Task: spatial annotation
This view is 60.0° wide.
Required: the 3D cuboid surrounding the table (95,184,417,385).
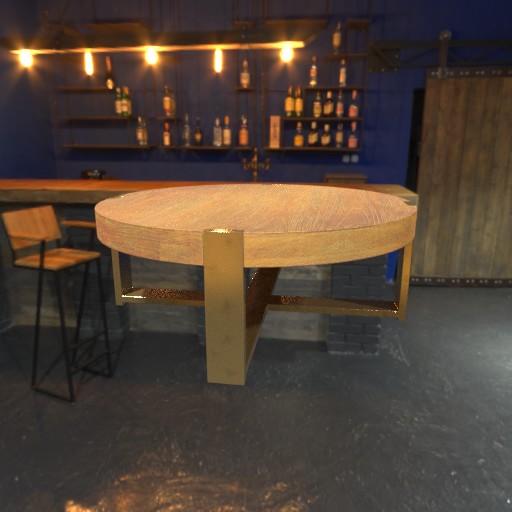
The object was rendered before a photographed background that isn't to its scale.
[{"bbox_3d":[0.000,0.000,1.663,1.100,0.420,1.100,0,15,0],"label":"table"}]
